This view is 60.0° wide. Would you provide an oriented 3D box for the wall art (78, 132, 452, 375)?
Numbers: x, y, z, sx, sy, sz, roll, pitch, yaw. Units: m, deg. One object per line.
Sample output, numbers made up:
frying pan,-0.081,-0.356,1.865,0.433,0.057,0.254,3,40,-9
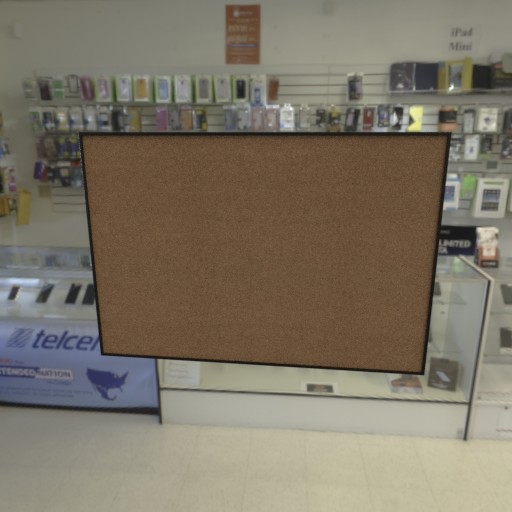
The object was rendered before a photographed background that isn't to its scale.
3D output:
wall art,0.000,0.000,1.226,0.957,0.660,0.019,2,15,7
